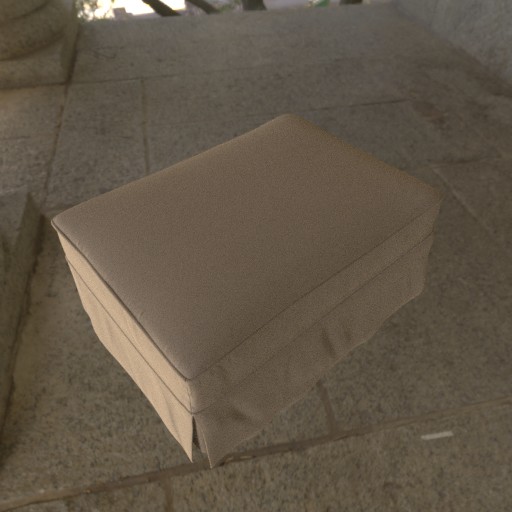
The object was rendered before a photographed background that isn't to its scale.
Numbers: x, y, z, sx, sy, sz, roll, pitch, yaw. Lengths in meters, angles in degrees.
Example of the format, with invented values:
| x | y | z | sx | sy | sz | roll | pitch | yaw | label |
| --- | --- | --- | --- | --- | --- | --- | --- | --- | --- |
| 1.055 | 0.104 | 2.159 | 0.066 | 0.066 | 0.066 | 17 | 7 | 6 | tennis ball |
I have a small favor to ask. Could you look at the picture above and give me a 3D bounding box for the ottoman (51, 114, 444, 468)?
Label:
| x | y | z | sx | sy | sz | roll | pitch | yaw | label |
| --- | --- | --- | --- | --- | --- | --- | --- | --- | --- |
| 0.000 | 0.000 | 1.354 | 0.959 | 0.482 | 0.721 | -32 | 54 | -27 | ottoman |
